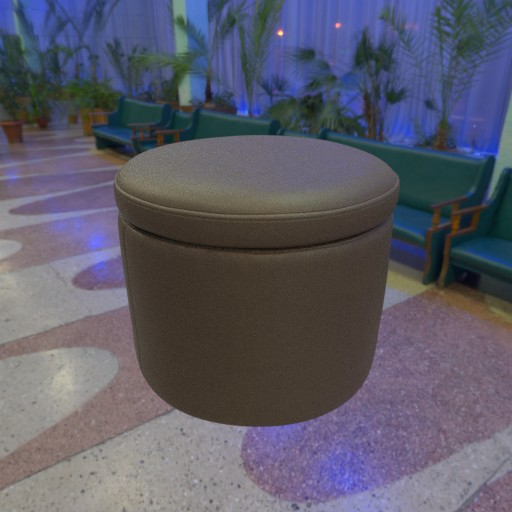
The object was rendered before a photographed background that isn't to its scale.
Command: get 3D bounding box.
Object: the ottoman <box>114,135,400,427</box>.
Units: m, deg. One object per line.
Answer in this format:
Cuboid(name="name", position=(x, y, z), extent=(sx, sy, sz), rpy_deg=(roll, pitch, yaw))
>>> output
Cuboid(name="ottoman", position=(0.000, 0.000, 0.868), extent=(0.500, 0.409, 0.500), rpy_deg=(0, 25, 0))
